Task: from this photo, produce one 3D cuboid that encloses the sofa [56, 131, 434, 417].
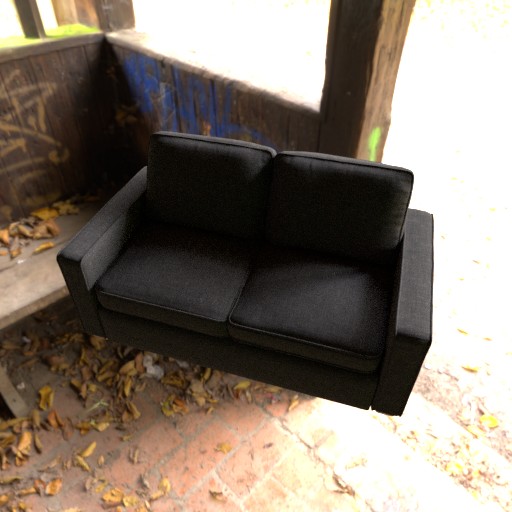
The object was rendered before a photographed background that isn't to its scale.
[{"bbox_3d":[0.000,0.000,2.296,1.709,0.918,0.947,12,42,13],"label":"sofa"}]
